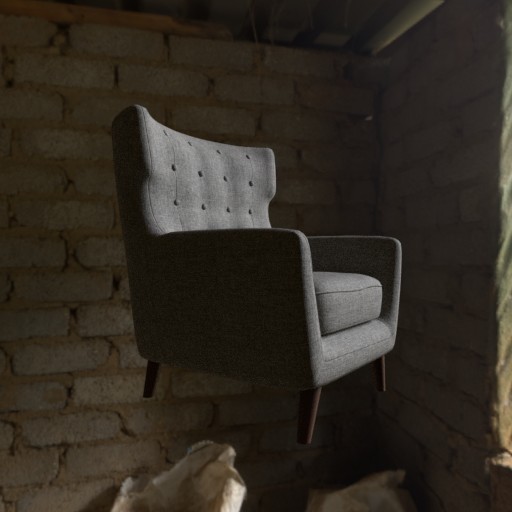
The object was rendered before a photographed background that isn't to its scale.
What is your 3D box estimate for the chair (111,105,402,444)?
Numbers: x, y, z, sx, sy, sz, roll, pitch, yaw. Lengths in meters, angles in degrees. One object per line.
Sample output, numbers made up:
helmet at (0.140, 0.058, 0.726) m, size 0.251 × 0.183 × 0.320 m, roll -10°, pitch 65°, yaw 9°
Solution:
chair at (0.000, 0.000, 1.746) m, size 0.904 × 1.063 × 0.878 m, roll 0°, pitch 1°, yaw 36°
